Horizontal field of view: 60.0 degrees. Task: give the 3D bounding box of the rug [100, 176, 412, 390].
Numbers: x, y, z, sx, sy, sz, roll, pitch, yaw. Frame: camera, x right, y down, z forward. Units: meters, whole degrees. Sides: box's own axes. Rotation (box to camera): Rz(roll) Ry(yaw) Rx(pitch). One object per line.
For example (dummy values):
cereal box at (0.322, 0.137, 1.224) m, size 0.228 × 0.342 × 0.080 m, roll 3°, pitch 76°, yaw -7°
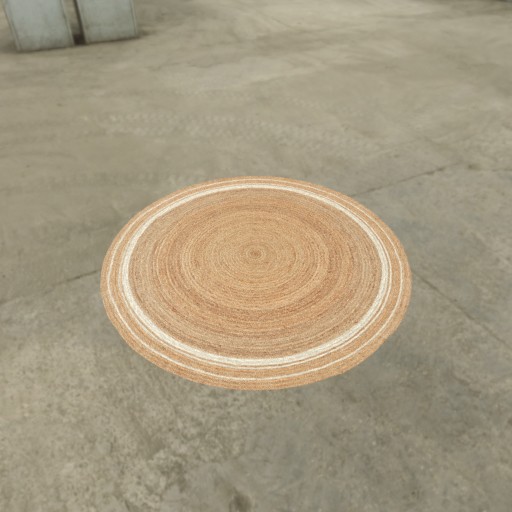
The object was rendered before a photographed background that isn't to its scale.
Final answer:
rug at (0.000, 0.000, 3.602) m, size 2.444 × 0.015 × 2.444 m, roll 0°, pitch 42°, yaw 0°
